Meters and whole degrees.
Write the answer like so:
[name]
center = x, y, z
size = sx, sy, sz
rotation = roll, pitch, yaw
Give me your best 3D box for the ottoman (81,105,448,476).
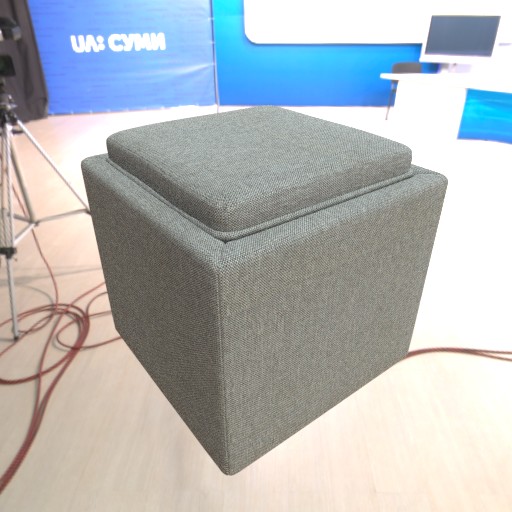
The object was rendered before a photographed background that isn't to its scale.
[ottoman]
center = 0.000, 0.000, 0.828
size = 0.450, 0.460, 0.450
rotation = -21, 37, -31
